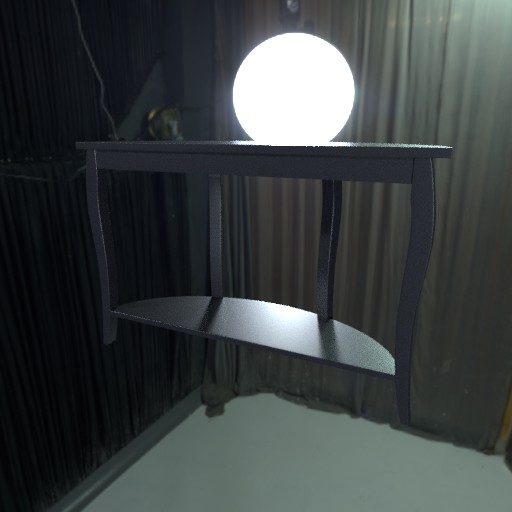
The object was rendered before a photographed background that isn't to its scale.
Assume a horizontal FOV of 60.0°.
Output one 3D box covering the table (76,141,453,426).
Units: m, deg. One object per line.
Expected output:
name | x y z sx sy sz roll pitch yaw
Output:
table | 0.000 0.000 1.574 1.219 0.780 0.394 8 18 25
